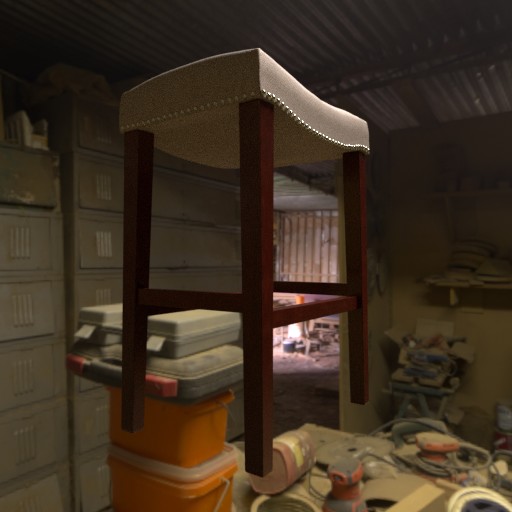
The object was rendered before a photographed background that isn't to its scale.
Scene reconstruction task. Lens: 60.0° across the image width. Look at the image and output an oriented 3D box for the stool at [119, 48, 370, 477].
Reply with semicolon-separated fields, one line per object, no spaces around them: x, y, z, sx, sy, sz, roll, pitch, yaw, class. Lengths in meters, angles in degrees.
0.000;0.000;1.035;0.372;0.742;0.504;0;-1;35;stool
